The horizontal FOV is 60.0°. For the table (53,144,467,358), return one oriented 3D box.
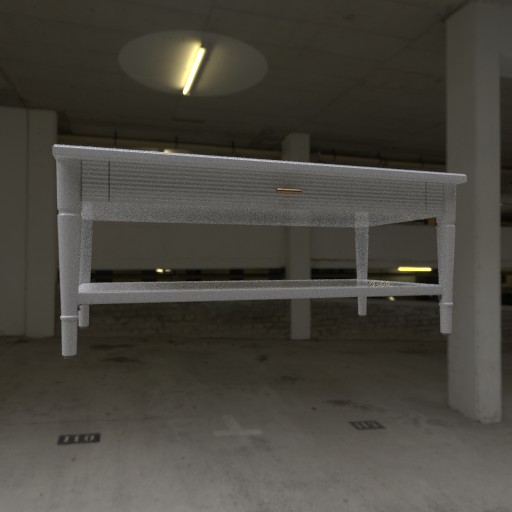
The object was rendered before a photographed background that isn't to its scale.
[{"bbox_3d":[0.000,0.000,1.349,1.067,0.457,0.559,0,-1,-18],"label":"table"}]
